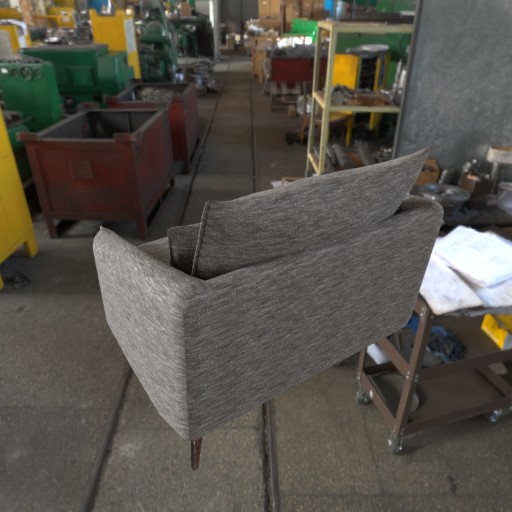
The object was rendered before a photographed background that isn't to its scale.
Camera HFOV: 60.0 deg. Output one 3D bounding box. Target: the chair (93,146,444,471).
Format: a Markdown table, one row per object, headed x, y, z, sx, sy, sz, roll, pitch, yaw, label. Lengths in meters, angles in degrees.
| x | y | z | sx | sy | sz | roll | pitch | yaw | label |
| --- | --- | --- | --- | --- | --- | --- | --- | --- | --- |
| 0.000 | 0.000 | 1.581 | 1.004 | 0.842 | 0.805 | -19 | 35 | -29 | chair |
